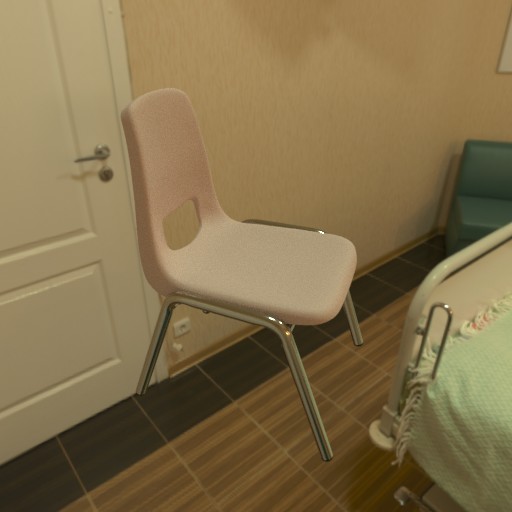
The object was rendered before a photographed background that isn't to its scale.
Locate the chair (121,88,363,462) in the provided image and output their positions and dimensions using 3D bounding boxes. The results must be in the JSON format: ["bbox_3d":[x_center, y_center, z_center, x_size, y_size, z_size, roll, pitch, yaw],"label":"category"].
[{"bbox_3d":[0.000,0.000,0.857,0.423,0.586,0.354,11,31,18],"label":"chair"}]
